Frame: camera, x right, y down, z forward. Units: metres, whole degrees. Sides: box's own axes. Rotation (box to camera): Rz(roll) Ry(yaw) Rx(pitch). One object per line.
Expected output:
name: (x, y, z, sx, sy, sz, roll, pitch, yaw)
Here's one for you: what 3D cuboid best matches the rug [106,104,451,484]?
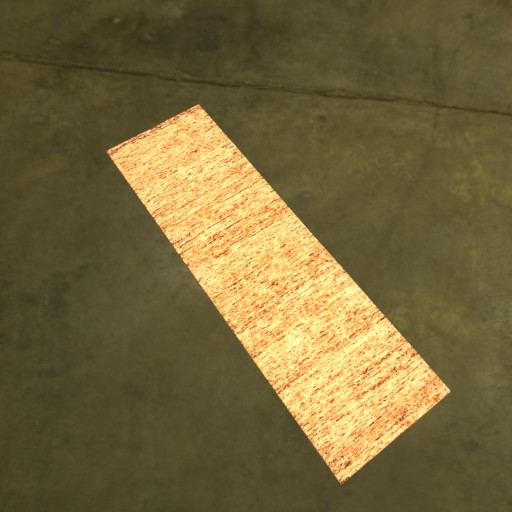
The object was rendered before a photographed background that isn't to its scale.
rug: (0.000, 0.000, 2.414, 0.680, 0.014, 2.237, -32, 68, -15)
